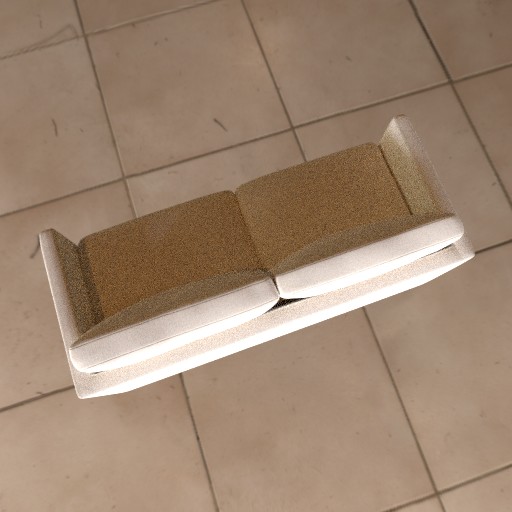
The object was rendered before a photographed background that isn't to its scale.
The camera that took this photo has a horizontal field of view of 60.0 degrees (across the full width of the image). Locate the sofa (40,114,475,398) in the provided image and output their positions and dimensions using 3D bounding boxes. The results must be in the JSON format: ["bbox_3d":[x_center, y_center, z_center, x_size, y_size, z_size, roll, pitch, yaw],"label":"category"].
[{"bbox_3d":[0.000,0.000,2.559,2.139,0.933,0.924,-19,76,-5],"label":"sofa"}]
